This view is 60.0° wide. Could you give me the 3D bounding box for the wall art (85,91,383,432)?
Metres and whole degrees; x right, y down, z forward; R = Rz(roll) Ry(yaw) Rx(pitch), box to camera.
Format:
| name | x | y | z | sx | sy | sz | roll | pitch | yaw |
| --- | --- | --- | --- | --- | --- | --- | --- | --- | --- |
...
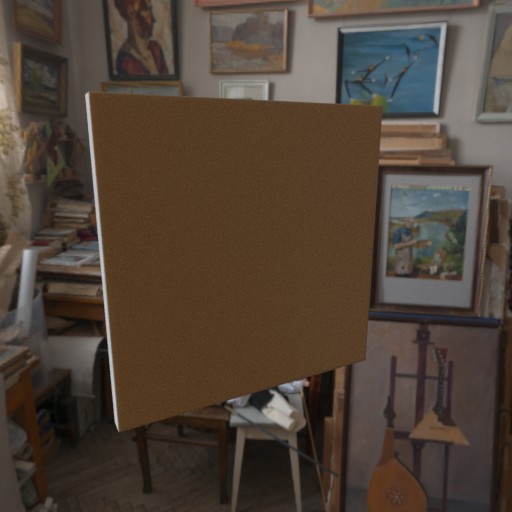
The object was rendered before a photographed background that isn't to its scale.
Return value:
| name | x | y | z | sx | sy | sz | roll | pitch | yaw |
| --- | --- | --- | --- | --- | --- | --- | --- | --- | --- |
| wall art | 0.000 | 0.000 | 1.940 | 1.287 | 1.288 | 0.078 | -8 | 16 | -27 |
